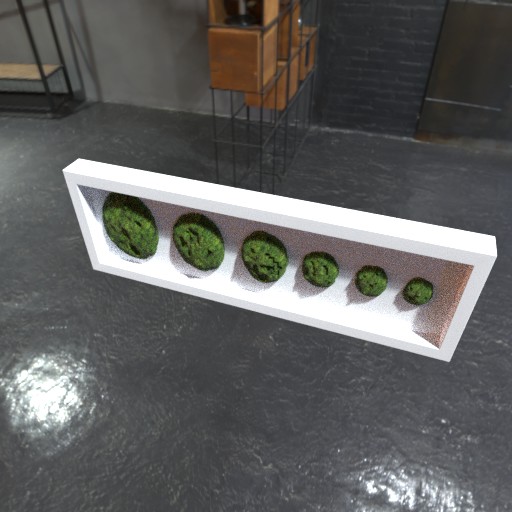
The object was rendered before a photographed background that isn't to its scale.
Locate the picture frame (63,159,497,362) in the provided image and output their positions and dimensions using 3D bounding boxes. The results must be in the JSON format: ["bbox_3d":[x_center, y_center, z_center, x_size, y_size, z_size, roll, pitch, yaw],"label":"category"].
[{"bbox_3d":[0.000,0.000,0.838,0.759,0.250,0.050,13,41,15],"label":"picture frame"}]
